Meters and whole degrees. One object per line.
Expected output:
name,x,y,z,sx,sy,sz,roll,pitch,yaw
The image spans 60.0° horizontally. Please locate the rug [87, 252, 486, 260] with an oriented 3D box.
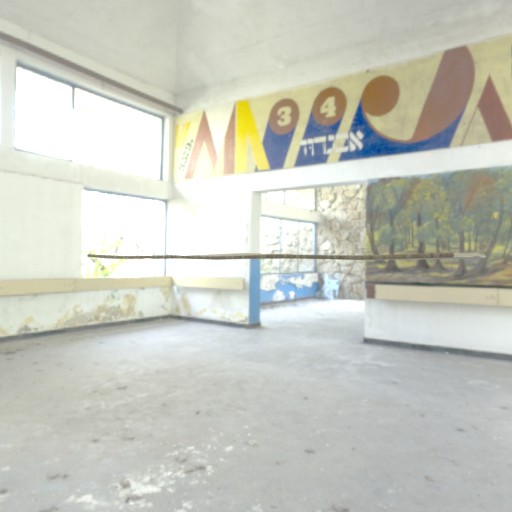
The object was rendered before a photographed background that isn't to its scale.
rug,0.000,0.000,2.753,2.452,0.051,0.752,0,-1,36
